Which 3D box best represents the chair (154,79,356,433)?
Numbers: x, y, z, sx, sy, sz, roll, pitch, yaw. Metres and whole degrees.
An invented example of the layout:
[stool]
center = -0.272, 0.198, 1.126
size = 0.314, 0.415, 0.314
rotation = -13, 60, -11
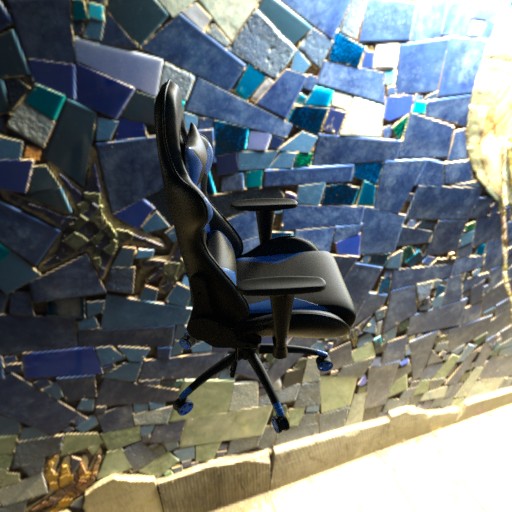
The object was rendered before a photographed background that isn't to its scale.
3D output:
[chair]
center = 0.000, 0.000, 1.713
size = 0.730, 1.282, 0.695
rotation = -2, 33, -4
